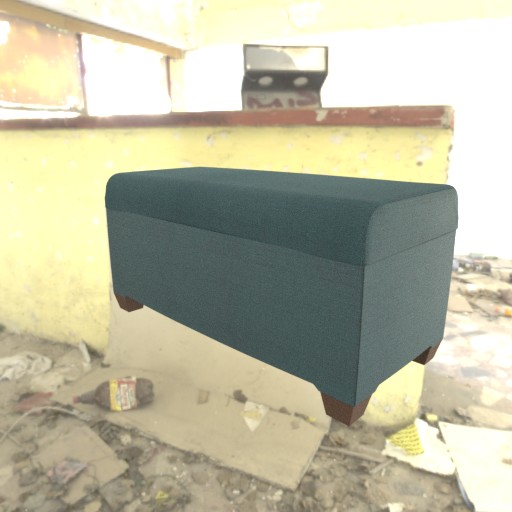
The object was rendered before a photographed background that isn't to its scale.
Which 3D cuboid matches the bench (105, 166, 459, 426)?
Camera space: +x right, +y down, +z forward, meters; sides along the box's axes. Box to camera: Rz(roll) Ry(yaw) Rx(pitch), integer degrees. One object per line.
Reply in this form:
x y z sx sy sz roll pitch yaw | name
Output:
0.000 0.000 1.308 0.995 0.474 0.476 14 21 43 | bench
